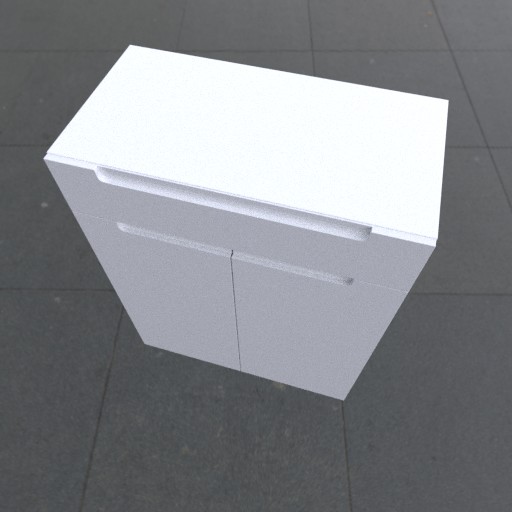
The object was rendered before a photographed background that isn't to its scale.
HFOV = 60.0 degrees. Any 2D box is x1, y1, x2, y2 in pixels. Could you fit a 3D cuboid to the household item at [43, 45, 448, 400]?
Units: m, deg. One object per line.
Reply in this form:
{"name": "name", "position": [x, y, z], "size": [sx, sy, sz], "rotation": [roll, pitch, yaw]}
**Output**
{"name": "household item", "position": [0.000, 0.000, 1.379], "size": [0.790, 1.010, 0.420], "rotation": [14, 58, 9]}
